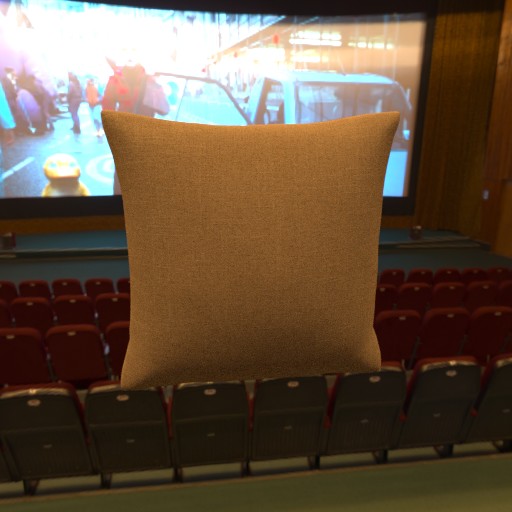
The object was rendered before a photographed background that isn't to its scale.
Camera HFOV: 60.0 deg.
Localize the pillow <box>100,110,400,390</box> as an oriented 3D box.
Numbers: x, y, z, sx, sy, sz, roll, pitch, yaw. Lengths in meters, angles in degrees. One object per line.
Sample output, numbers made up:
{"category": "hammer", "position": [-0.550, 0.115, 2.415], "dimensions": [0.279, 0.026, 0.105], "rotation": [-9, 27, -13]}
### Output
{"category": "pillow", "position": [0.000, 0.000, 0.802], "dimensions": [0.511, 0.503, 0.182], "rotation": [-2, 15, -8]}
